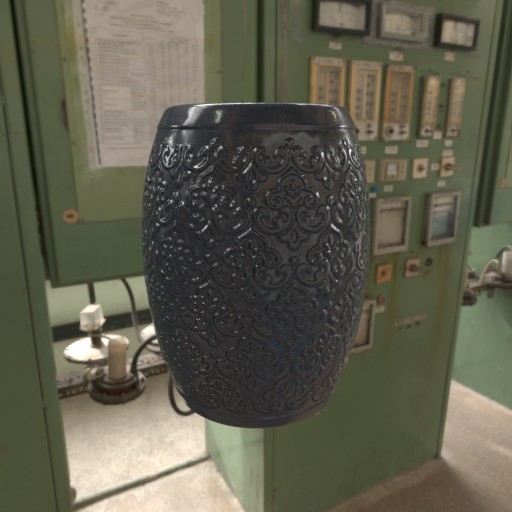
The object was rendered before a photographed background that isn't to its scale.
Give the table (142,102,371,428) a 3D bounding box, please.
[{"bbox_3d":[0.000,0.000,0.623,0.309,0.397,0.309,0,16,0],"label":"table"}]
